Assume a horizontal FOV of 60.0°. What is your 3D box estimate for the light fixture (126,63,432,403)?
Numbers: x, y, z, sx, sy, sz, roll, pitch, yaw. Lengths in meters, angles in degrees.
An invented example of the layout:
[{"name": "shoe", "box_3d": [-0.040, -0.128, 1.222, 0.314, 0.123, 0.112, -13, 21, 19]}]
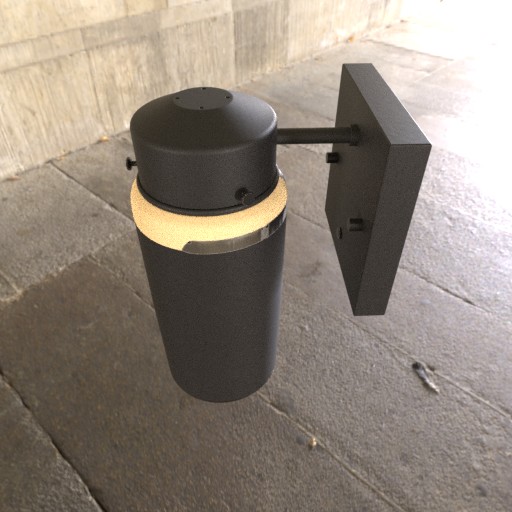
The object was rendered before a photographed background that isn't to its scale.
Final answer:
[{"name": "light fixture", "box_3d": [0.000, 0.000, 0.356, 0.176, 0.257, 0.130, -1, 41, -2]}]
